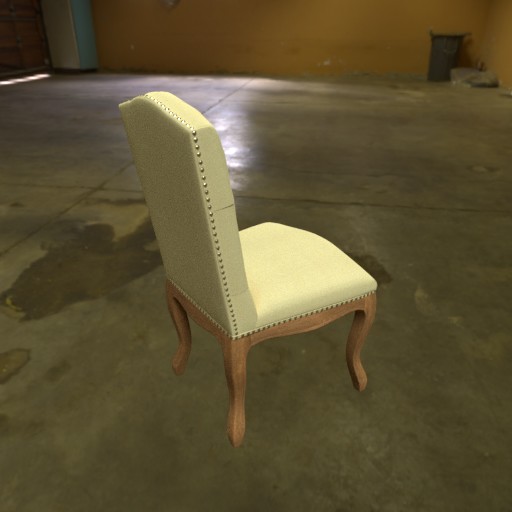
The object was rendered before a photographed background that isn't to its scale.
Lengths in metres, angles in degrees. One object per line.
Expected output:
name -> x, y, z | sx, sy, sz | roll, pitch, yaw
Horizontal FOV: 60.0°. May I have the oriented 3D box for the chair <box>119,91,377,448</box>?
chair -> 0.000, 0.000, 1.595 | 0.715, 1.165, 0.623 | -18, 33, -31
